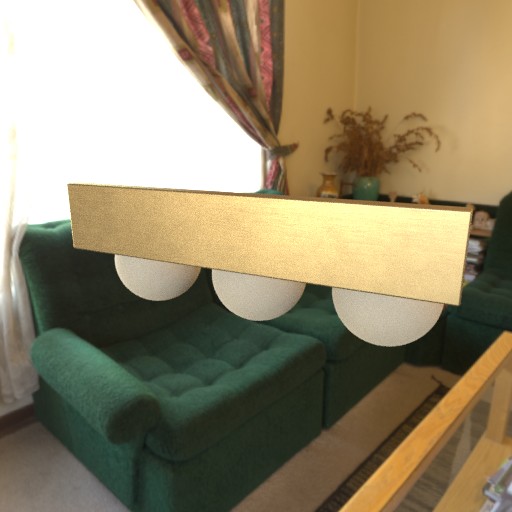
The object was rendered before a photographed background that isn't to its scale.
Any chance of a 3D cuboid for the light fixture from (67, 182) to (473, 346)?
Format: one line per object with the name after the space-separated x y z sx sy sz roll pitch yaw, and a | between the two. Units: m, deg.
0.000 0.000 0.848 0.721 0.263 0.218 7 17 25 | light fixture
